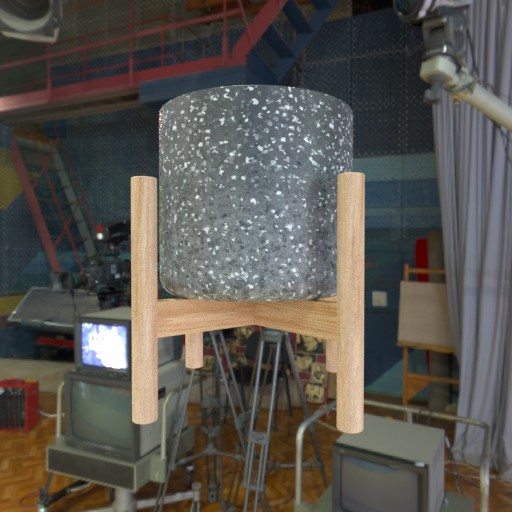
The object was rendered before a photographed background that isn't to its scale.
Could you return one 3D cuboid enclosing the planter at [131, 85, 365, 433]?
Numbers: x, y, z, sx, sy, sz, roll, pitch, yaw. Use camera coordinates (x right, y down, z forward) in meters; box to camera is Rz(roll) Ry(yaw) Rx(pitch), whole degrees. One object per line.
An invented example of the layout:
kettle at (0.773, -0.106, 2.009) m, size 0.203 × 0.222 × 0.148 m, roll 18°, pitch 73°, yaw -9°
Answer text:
planter at (0.000, 0.000, 0.523) m, size 0.284 × 0.320 × 0.284 m, roll 0°, pitch 1°, yaw -16°
